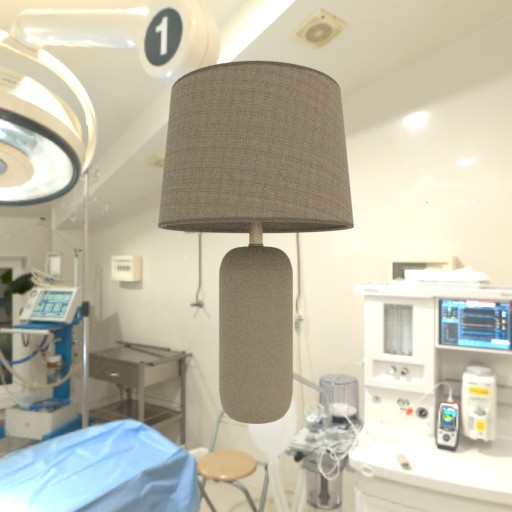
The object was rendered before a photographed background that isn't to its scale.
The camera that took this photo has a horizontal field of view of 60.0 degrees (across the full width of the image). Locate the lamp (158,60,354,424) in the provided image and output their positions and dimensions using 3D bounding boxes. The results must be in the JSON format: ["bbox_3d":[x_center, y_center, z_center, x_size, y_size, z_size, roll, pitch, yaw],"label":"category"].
[{"bbox_3d":[0.000,0.000,0.850,0.367,0.609,0.367,0,0,0],"label":"lamp"}]
